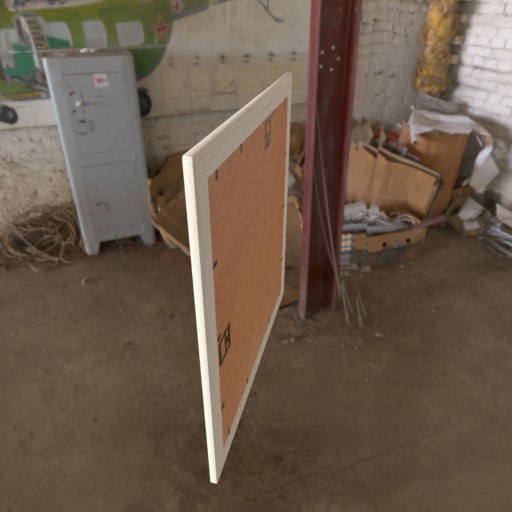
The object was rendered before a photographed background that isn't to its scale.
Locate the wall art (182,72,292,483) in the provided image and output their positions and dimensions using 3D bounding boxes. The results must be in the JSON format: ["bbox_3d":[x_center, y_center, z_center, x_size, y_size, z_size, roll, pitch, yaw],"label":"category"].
[{"bbox_3d":[0.000,0.000,0.863,0.013,0.584,0.584,8,32,12],"label":"wall art"}]
